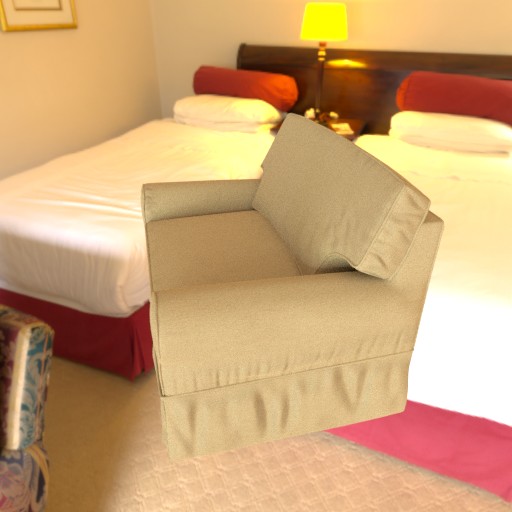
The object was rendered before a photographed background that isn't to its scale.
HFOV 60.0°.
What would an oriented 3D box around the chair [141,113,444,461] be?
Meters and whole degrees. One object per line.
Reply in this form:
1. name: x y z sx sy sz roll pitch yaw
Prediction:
1. chair: 0.000 0.000 1.767 0.903 0.937 1.096 -7 30 -13
